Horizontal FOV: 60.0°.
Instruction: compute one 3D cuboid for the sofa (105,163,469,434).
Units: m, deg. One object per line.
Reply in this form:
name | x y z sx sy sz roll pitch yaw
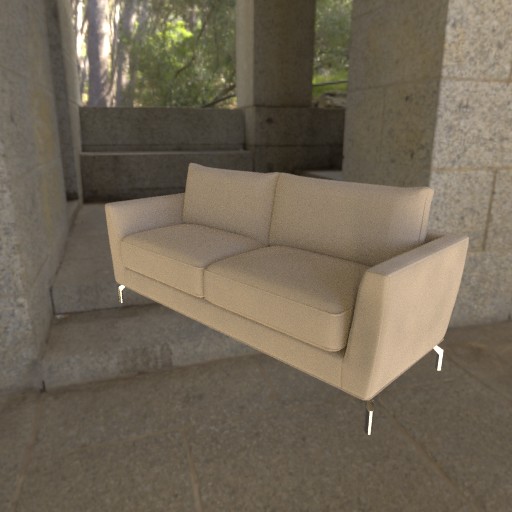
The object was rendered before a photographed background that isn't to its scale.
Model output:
sofa | 0.000 0.000 2.756 2.214 1.005 0.868 16 23 42
